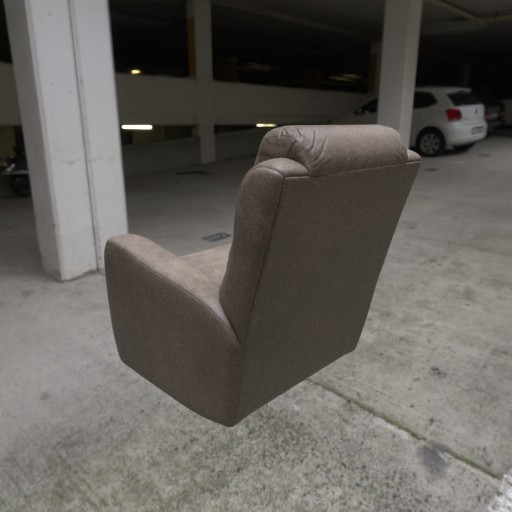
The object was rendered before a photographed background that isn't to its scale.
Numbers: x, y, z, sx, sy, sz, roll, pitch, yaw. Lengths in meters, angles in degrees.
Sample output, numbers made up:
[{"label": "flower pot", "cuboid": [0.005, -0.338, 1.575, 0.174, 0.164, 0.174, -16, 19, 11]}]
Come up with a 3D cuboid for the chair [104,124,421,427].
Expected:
[{"label": "chair", "cuboid": [0.000, 0.000, 1.960, 1.068, 1.116, 0.967, 16, 23, 42]}]
